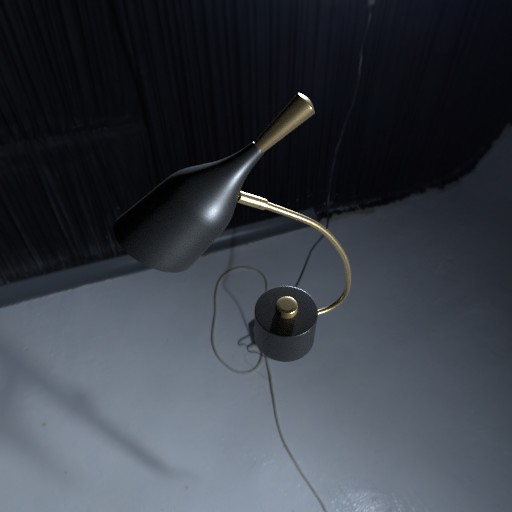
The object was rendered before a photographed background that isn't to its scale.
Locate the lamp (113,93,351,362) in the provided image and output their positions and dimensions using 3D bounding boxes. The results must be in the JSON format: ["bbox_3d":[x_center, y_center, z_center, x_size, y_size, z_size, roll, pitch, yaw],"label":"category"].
[{"bbox_3d":[0.000,0.000,0.632,0.352,0.464,0.110,-15,48,-14],"label":"lamp"}]
